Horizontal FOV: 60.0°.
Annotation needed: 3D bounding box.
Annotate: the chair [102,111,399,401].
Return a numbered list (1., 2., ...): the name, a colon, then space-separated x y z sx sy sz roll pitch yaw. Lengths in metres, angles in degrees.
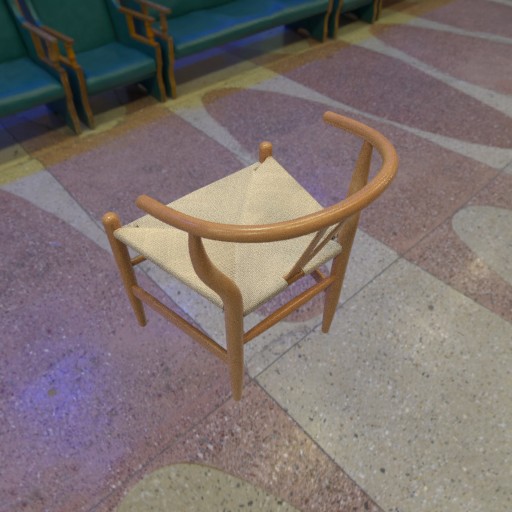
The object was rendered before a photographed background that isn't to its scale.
1. chair: 0.000 0.000 1.180 0.569 0.730 0.579 -31 53 -26
